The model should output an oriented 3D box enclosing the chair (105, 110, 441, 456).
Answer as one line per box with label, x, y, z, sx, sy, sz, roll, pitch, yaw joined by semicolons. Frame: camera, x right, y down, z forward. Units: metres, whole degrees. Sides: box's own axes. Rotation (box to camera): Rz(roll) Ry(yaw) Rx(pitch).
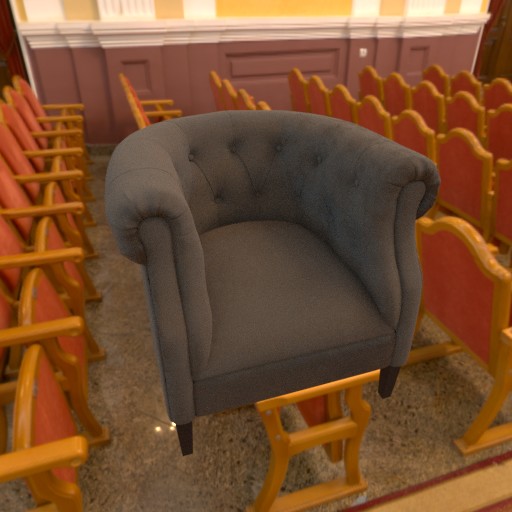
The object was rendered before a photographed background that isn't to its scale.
chair;0.000;0.000;1.529;0.904;0.826;0.851;-10;33;-16
